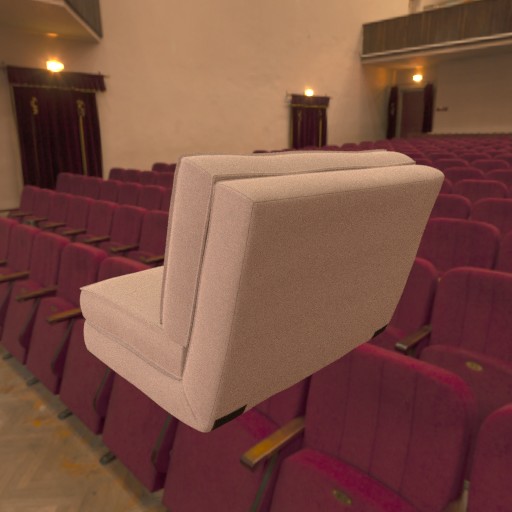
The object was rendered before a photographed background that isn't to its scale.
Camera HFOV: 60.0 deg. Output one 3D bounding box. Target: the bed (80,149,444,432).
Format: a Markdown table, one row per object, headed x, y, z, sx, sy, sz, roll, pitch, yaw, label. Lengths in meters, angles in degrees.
| x | y | z | sx | sy | sz | roll | pitch | yaw | label |
| --- | --- | --- | --- | --- | --- | --- | --- | --- | --- |
| 0.000 | 0.000 | 1.300 | 0.799 | 0.614 | 0.749 | -14 | 20 | -43 | bed |
